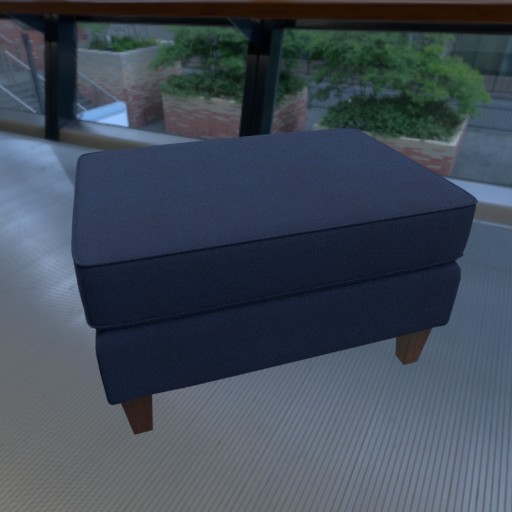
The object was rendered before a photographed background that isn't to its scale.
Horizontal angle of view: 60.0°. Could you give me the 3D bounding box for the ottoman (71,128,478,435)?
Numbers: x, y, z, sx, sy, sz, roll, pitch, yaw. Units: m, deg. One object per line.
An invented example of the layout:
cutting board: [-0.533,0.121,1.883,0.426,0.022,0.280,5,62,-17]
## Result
ottoman: [0.000,0.000,1.351,0.965,0.584,0.686,-10,33,-15]
